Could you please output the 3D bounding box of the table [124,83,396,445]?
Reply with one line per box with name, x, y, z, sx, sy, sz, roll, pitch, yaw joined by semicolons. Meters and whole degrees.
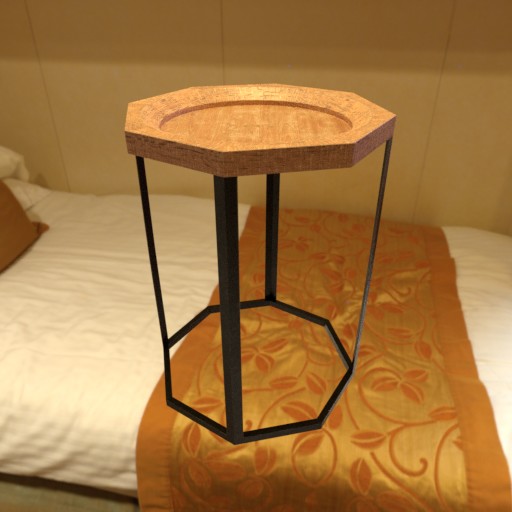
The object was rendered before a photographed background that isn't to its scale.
table;0.000;0.000;0.855;0.437;0.553;0.437;-20;37;-29
